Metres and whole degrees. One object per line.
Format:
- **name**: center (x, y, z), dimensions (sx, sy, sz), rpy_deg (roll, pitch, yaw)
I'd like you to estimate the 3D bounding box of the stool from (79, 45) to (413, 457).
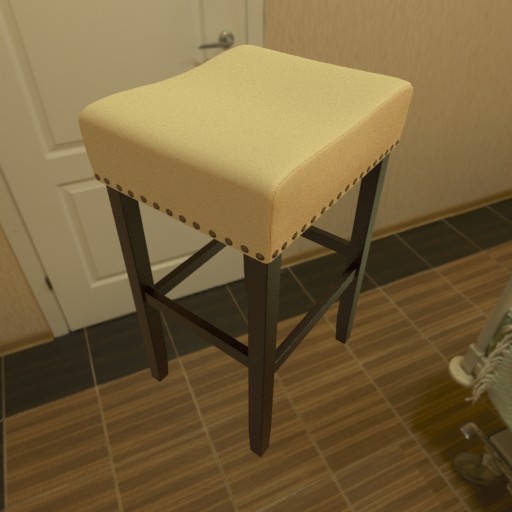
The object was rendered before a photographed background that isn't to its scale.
- **stool**: center (0.000, 0.000, 1.018), dimensions (0.401, 0.762, 0.471), rpy_deg (26, 48, 27)
